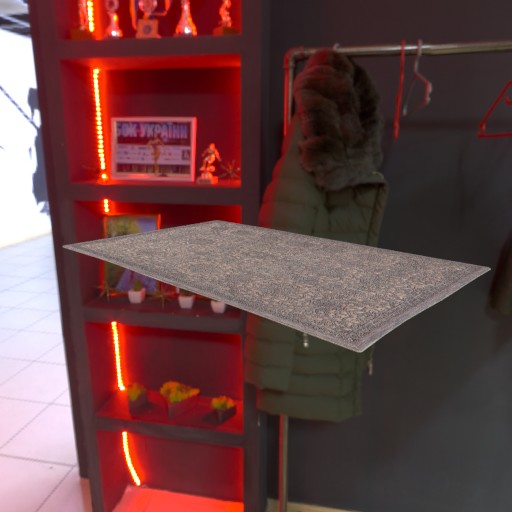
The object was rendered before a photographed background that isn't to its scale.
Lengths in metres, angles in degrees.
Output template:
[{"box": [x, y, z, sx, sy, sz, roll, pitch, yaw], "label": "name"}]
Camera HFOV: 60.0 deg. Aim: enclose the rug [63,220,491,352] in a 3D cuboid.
[{"box": [0.000, 0.000, 2.989, 2.498, 0.022, 1.535, 13, 19, 42], "label": "rug"}]
